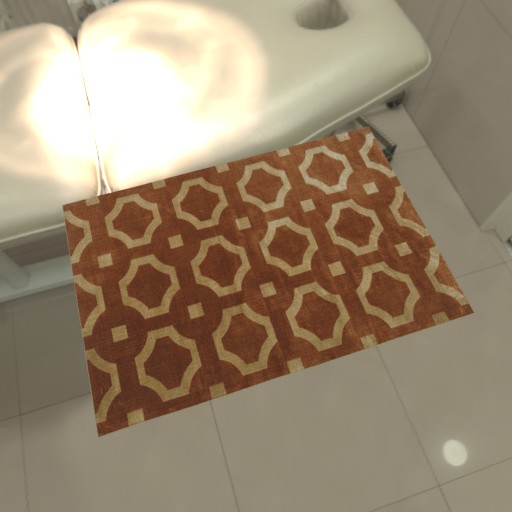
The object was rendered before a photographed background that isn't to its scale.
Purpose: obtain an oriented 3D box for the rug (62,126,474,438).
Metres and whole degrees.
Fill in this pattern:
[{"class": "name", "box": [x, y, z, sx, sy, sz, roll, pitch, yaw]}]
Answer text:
[{"class": "rug", "box": [0.000, 0.000, 2.859, 2.286, 0.016, 1.555, -16, 65, -8]}]
